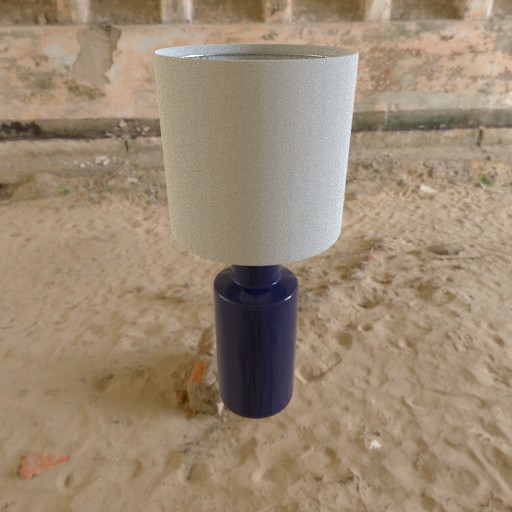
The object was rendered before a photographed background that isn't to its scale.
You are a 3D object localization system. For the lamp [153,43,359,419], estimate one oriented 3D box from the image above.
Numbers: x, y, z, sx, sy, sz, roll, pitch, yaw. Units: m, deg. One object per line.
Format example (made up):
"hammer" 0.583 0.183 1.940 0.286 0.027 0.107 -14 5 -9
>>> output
"lamp" 0.000 0.000 0.584 0.212 0.493 0.212 -21 35 -33
